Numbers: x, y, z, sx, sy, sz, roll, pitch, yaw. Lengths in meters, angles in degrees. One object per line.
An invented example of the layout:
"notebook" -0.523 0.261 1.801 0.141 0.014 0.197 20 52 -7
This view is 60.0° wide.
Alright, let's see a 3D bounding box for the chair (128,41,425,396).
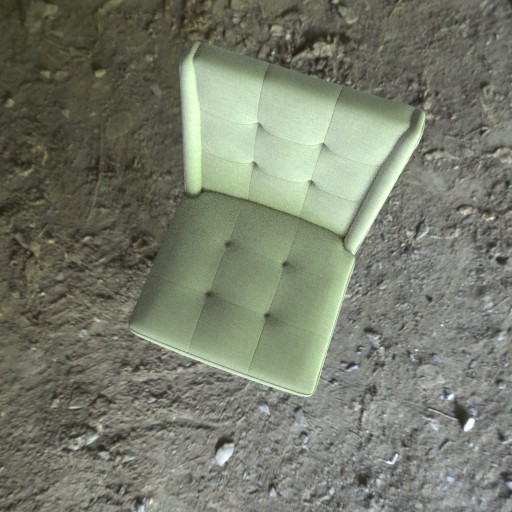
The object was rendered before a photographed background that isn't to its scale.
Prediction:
"chair" 0.000 0.000 1.305 0.569 0.853 0.676 19 77 5
